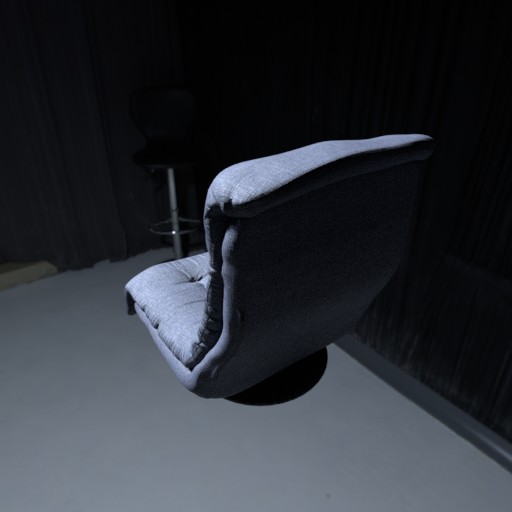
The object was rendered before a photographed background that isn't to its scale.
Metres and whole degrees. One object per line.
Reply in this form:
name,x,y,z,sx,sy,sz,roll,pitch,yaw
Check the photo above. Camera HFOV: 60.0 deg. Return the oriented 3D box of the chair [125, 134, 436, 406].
chair,0.000,0.000,1.227,0.597,0.749,0.668,-20,36,-30
